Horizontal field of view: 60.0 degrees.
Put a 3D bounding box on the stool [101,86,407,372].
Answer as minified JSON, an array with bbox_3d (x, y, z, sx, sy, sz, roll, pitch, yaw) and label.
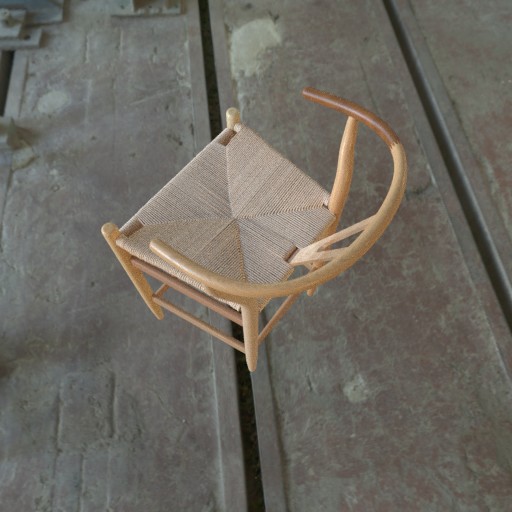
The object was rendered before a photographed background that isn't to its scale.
[{"bbox_3d":[0.000,0.000,1.271,0.575,0.923,0.536,35,68,16],"label":"stool"}]
